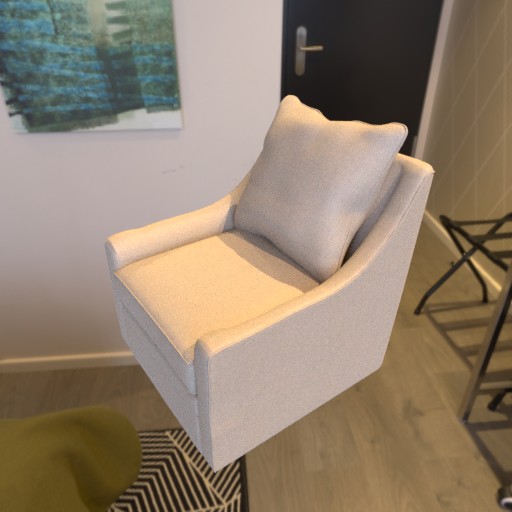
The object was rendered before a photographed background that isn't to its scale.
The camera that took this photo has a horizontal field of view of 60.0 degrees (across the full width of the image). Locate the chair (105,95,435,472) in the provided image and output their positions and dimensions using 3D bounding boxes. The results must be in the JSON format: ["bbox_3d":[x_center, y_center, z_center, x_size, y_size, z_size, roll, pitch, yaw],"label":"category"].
[{"bbox_3d":[0.000,0.000,1.593,0.876,0.942,0.760,-20,37,-30],"label":"chair"}]
